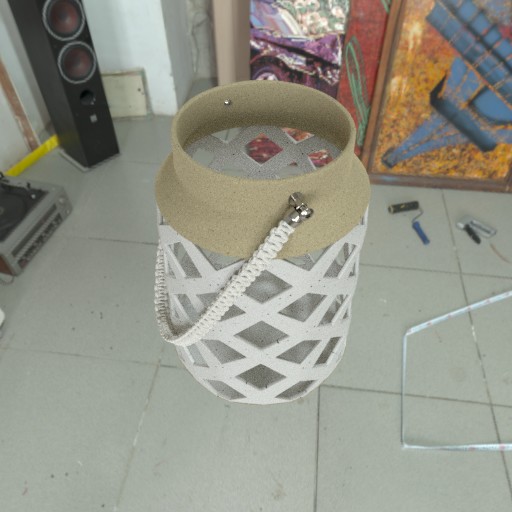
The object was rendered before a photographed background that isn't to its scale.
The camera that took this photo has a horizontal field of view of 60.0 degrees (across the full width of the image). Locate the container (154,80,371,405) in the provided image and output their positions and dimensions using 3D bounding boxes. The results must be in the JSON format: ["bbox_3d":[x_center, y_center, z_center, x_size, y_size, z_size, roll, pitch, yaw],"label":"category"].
[{"bbox_3d":[0.000,0.000,0.344,0.172,0.229,0.163,-17,50,-15],"label":"container"}]
